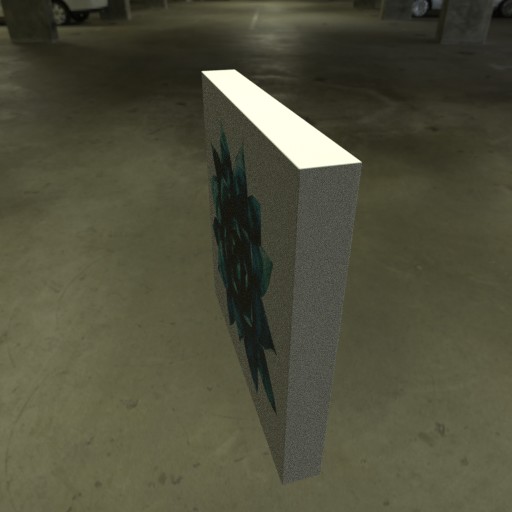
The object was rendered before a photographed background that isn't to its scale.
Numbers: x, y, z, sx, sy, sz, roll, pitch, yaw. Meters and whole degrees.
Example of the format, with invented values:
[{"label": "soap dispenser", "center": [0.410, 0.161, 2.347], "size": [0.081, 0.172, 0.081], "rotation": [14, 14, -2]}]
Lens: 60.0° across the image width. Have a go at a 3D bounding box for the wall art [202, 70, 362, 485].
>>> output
[{"label": "wall art", "center": [0.000, 0.000, 0.452], "size": [0.038, 0.305, 0.305], "rotation": [-9, 33, -14]}]
